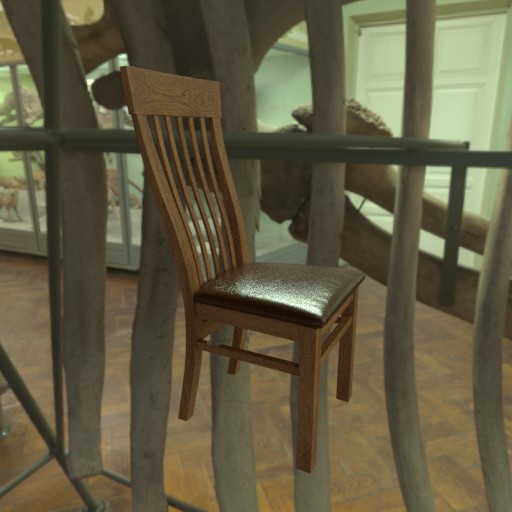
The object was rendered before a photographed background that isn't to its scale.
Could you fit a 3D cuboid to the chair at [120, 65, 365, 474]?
[{"bbox_3d":[0.000,0.000,1.346,0.580,1.050,0.450,8,18,26],"label":"chair"}]
